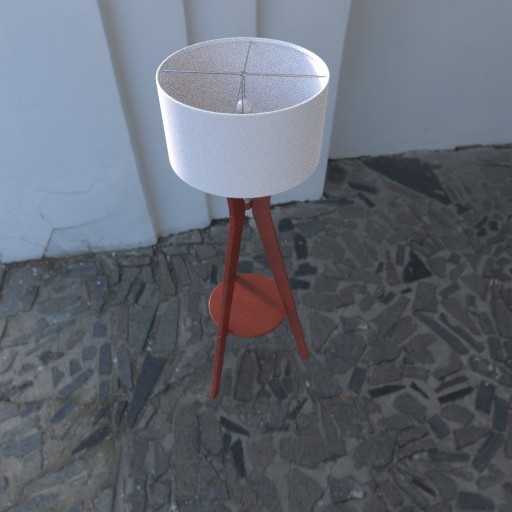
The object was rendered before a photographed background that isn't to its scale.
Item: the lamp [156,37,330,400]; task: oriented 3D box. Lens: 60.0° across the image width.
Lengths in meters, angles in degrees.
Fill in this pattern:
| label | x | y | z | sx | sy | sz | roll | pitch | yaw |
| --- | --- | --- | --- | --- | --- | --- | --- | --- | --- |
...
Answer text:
| label | x | y | z | sx | sy | sz | roll | pitch | yaw |
| --- | --- | --- | --- | --- | --- | --- | --- | --- | --- |
| lamp | 0.000 | 0.000 | 1.747 | 0.542 | 1.472 | 0.539 | 4 | 47 | 3 |
